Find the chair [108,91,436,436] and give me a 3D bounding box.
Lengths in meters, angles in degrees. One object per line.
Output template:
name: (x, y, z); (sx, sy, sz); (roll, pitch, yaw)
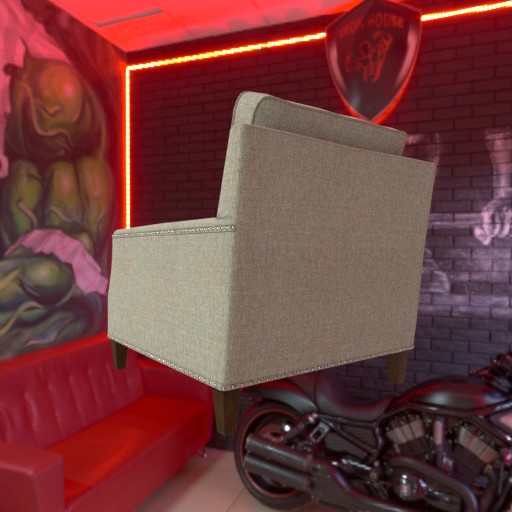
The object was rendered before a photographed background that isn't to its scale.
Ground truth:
chair: (0.000, 0.000, 1.723); (0.853, 0.943, 1.014); (-1, 1, -37)
